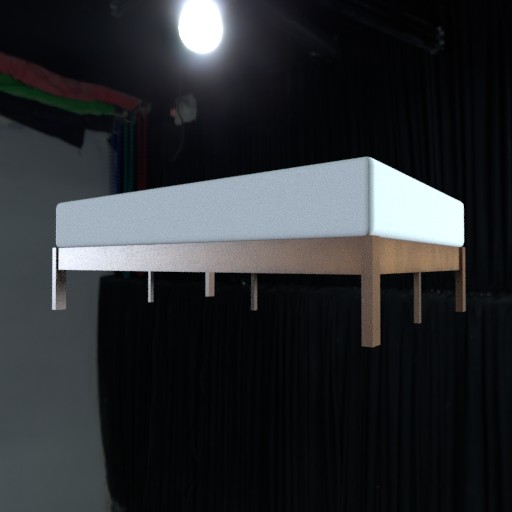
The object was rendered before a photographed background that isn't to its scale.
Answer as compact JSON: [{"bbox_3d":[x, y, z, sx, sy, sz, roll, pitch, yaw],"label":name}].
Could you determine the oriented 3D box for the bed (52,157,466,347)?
[{"bbox_3d":[0.000,0.000,2.526,1.927,0.616,1.348,-1,-1,37],"label":"bed"}]
